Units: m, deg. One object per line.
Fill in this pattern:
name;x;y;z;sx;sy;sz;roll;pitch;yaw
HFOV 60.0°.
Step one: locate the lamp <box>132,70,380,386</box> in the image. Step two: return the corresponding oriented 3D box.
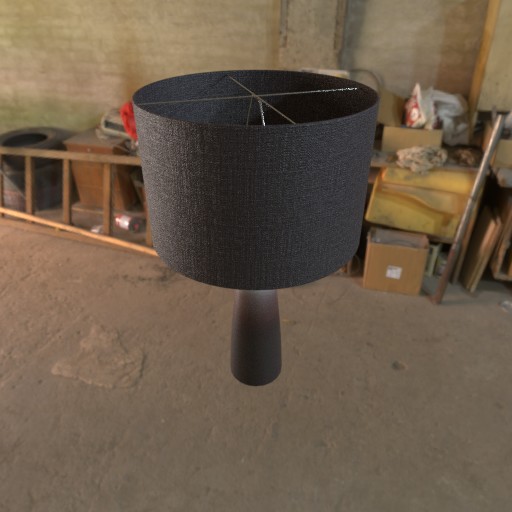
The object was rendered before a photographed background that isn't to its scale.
lamp;0.000;0.000;0.686;0.303;0.488;0.303;0;32;0
